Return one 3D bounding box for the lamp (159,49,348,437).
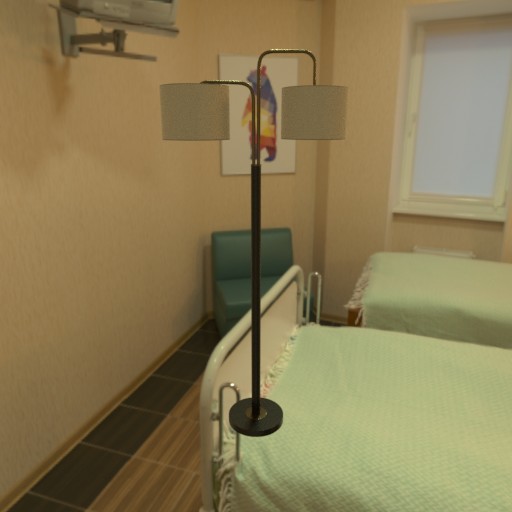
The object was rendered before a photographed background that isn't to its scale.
[{"bbox_3d":[0.000,0.000,1.851,0.711,1.587,0.254,-3,17,-10],"label":"lamp"}]
